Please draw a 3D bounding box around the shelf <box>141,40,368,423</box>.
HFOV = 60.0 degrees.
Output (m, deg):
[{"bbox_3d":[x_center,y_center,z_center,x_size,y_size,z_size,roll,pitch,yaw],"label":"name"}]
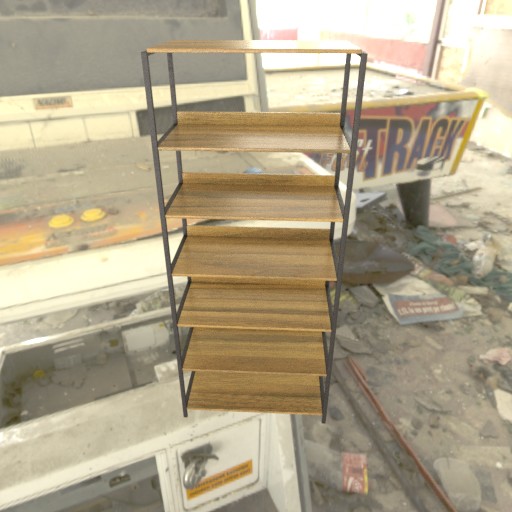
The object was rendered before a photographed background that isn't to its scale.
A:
[{"bbox_3d":[0.000,0.000,2.331,0.847,2.015,0.431,2,30,3],"label":"shelf"}]
